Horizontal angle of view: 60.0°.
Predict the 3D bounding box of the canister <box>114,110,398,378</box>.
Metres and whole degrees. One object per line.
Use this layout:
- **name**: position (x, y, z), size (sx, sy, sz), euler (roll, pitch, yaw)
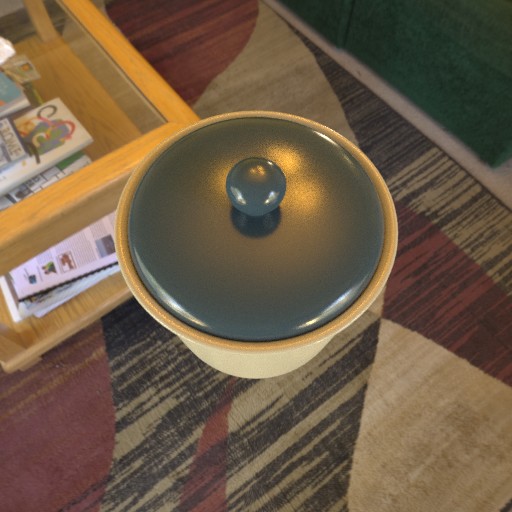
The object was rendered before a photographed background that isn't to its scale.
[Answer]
- **canister**: position (0.000, 0.000, 0.338), size (0.182, 0.208, 0.182), euler (0, 63, 0)
